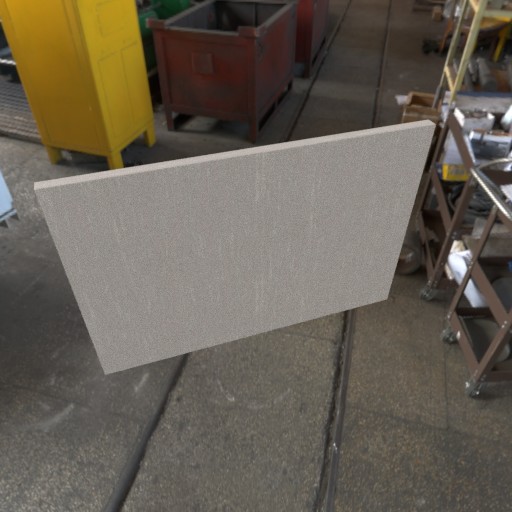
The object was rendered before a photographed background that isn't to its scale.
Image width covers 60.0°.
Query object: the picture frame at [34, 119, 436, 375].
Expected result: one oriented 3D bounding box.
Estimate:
[{"bbox_3d":[0.000,0.000,1.224,0.950,0.640,0.029,-13,42,-14],"label":"picture frame"}]
